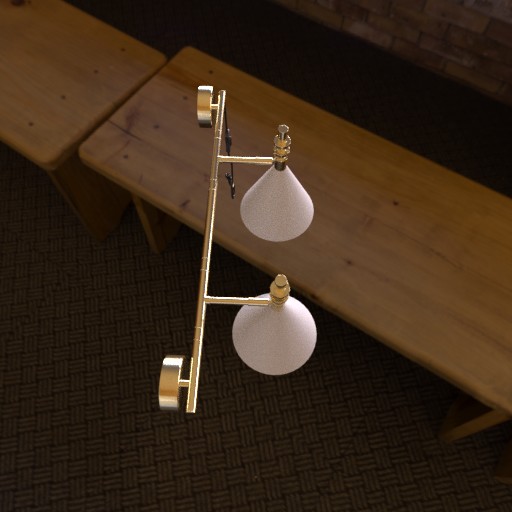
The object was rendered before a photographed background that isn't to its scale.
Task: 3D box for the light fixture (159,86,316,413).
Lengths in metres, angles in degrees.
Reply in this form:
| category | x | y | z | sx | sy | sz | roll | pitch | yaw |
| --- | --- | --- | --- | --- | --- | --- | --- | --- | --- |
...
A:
| category | x | y | z | sx | sy | sz | roll | pitch | yaw |
| --- | --- | --- | --- | --- | --- | --- | --- | --- | --- |
| light fixture | 0.000 | 0.000 | 0.890 | 0.239 | 0.468 | 0.642 | 2 | 64 | 1 |
